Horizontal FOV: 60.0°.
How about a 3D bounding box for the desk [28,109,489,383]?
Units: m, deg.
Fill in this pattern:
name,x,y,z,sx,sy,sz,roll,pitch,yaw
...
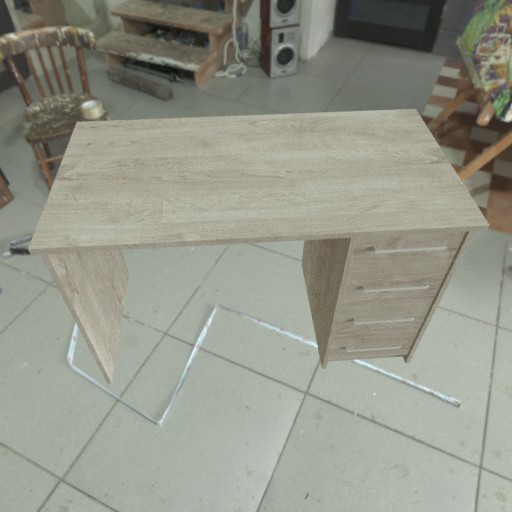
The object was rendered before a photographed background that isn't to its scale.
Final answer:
name,x,y,z,sx,sy,sz,roll,pitch,yaw
desk,0.000,0.000,1.503,1.096,0.730,0.560,-3,47,-3
